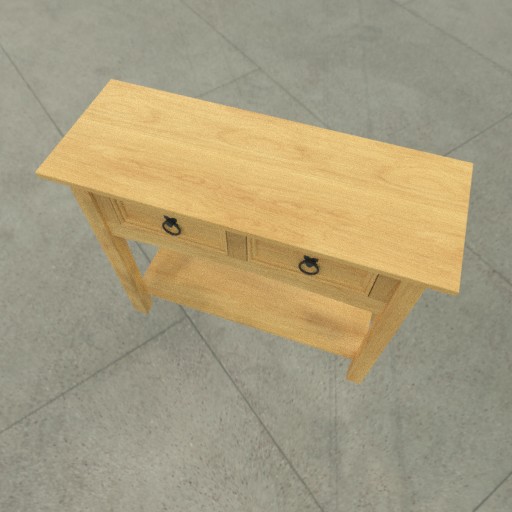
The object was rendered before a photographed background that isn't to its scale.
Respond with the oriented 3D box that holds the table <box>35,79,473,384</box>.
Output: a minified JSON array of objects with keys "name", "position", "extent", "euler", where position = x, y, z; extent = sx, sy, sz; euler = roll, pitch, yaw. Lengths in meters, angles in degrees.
[{"name":"table","position":[0.000,0.000,1.278],"extent":[0.900,0.728,0.340],"euler":[16,59,10]}]
